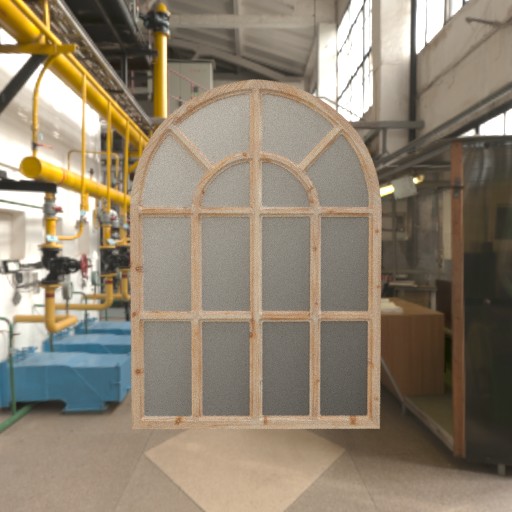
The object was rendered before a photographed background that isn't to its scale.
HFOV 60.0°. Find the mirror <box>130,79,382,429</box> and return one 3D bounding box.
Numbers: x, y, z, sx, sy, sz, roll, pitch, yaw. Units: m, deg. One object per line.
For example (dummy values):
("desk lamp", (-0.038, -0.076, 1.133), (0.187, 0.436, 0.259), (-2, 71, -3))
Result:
("mirror", (0.000, 0.000, 1.183), (0.660, 0.920, 0.032), (0, 2, 0))
